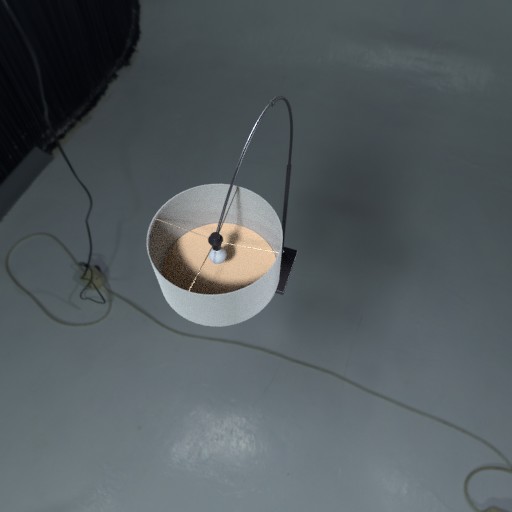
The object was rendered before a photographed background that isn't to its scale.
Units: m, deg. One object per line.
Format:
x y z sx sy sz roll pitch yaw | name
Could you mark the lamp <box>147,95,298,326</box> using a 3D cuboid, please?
0.000 0.000 2.559 0.493 1.927 1.424 16 59 10 | lamp
